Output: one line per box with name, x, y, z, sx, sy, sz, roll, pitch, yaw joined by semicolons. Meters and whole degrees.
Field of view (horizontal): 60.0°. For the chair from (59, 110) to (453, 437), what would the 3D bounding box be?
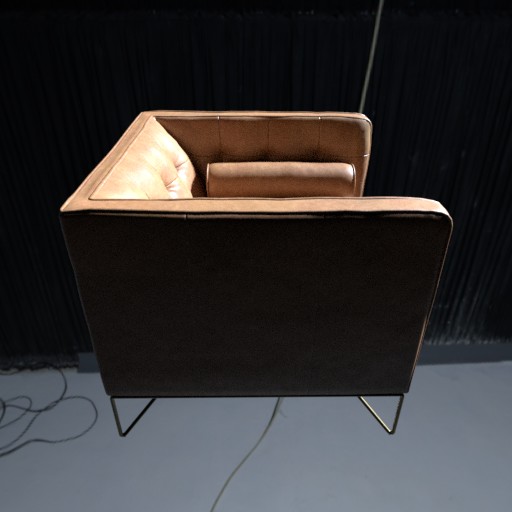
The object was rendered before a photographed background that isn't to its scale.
chair;0.000;0.000;1.567;0.912;0.797;0.920;0;32;0
